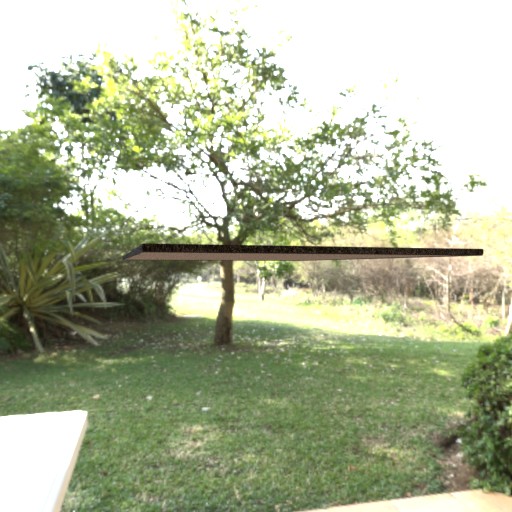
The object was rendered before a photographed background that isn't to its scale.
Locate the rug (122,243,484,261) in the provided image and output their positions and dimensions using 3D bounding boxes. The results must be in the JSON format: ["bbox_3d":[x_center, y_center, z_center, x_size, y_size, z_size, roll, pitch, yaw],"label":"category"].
[{"bbox_3d":[0.000,0.000,2.162,1.198,0.025,1.601,0,-1,-19],"label":"rug"}]
